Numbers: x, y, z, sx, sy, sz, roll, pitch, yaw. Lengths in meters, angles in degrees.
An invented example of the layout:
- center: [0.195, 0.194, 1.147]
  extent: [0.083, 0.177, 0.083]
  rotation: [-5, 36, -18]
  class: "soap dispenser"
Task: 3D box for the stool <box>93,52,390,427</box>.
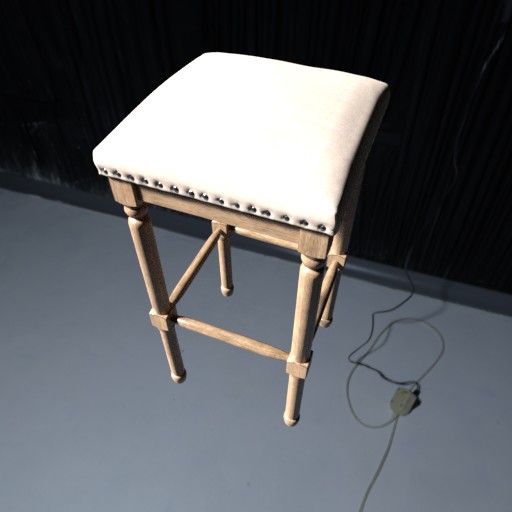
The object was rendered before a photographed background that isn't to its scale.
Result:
- center: [0.000, 0.000, 0.971]
  extent: [0.382, 0.768, 0.383]
  rotation: [16, 49, 15]
  class: "stool"
